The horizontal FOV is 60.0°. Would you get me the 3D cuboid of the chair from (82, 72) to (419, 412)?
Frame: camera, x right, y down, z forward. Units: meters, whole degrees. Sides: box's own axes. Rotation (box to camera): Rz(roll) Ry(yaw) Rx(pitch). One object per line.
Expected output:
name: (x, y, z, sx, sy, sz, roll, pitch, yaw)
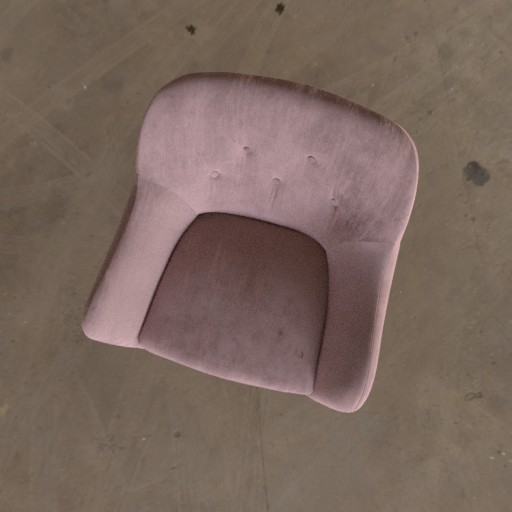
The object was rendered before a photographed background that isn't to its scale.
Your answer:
chair: (0.000, 0.000, 1.489, 0.840, 0.820, 0.820, 15, 77, 4)
